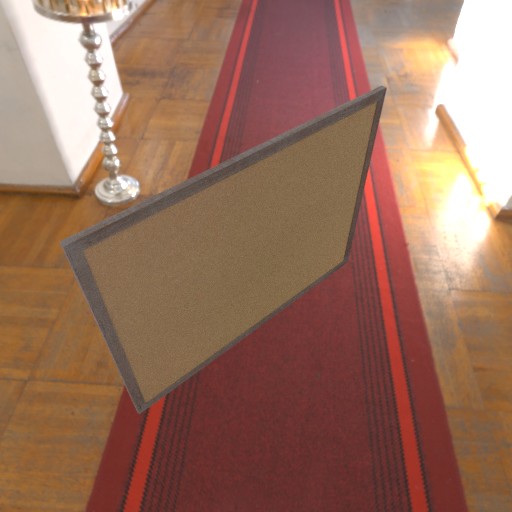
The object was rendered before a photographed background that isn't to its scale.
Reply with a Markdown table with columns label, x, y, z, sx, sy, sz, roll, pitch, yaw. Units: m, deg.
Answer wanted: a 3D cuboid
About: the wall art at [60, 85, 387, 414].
| label | x | y | z | sx | sy | sz | roll | pitch | yaw |
| --- | --- | --- | --- | --- | --- | --- | --- | --- | --- |
| wall art | 0.000 | 0.000 | 1.380 | 1.012 | 0.774 | 0.019 | -32 | 55 | -27 |
